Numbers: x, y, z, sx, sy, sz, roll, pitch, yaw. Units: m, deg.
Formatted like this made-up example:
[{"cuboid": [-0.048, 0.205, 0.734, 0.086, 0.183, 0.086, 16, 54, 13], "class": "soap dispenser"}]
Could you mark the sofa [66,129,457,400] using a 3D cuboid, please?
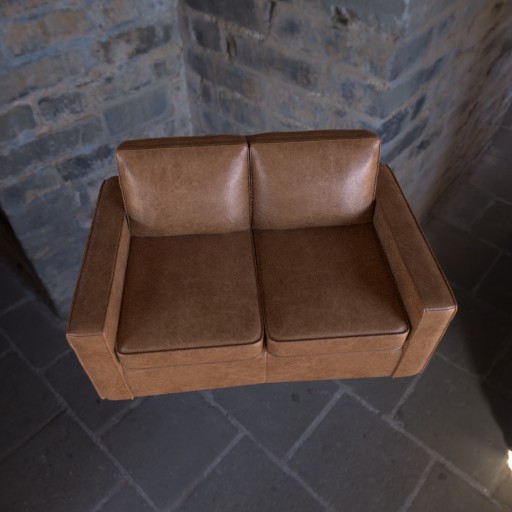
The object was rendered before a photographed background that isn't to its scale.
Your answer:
[{"cuboid": [0.000, 0.000, 2.119, 1.532, 0.896, 1.020, -4, 48, -3], "class": "sofa"}]
